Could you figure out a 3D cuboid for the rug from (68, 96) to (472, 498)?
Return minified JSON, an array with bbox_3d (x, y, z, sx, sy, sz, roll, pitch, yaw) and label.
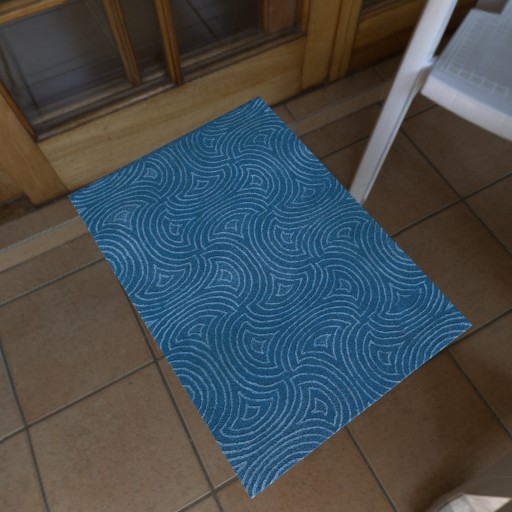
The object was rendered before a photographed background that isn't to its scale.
[{"bbox_3d":[0.000,0.000,2.743,1.543,0.015,2.144,-32,69,-14],"label":"rug"}]
